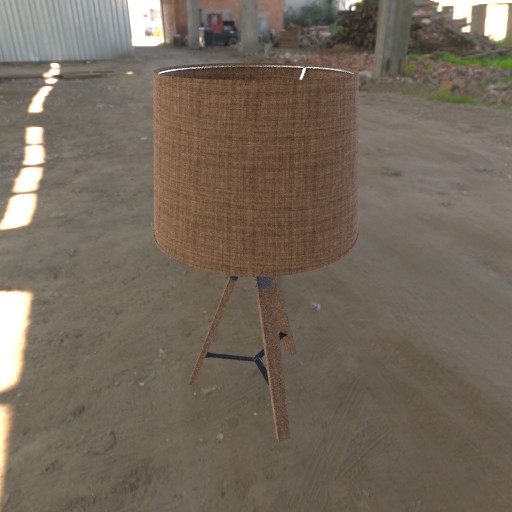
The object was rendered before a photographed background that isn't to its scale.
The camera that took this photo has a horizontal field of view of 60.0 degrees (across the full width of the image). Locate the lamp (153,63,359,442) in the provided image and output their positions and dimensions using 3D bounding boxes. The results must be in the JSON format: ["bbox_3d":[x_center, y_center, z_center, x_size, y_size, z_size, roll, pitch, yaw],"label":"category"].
[{"bbox_3d":[0.000,0.000,0.662,0.290,0.514,0.290,0,27,0],"label":"lamp"}]
